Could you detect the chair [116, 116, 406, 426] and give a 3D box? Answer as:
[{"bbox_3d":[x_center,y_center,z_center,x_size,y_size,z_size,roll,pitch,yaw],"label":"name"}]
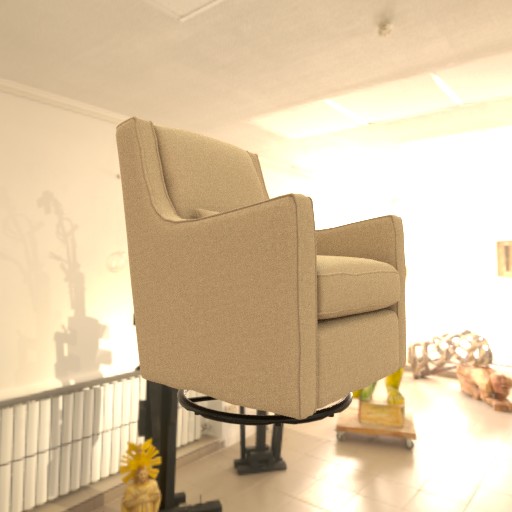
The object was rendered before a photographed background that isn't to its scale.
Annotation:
[{"bbox_3d":[0.000,0.000,1.607,0.879,0.993,0.732,-1,-1,38],"label":"chair"}]
